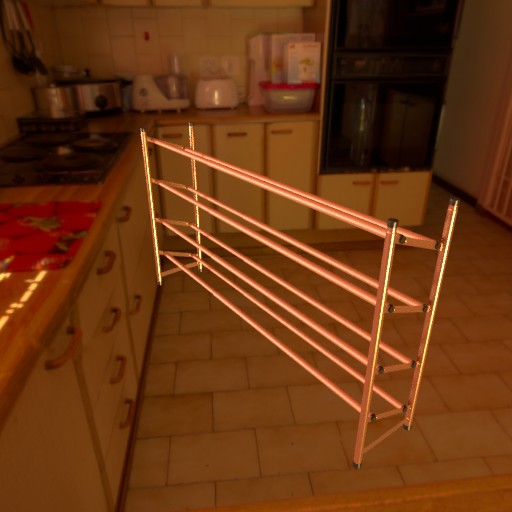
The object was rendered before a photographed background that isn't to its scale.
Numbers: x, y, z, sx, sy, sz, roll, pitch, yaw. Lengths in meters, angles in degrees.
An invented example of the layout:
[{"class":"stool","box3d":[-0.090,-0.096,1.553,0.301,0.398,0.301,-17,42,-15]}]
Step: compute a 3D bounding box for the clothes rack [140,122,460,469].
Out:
[{"class":"clothes rack","box3d":[0.000,0.000,1.448,0.229,0.672,1.168,-18,32,-32]}]
